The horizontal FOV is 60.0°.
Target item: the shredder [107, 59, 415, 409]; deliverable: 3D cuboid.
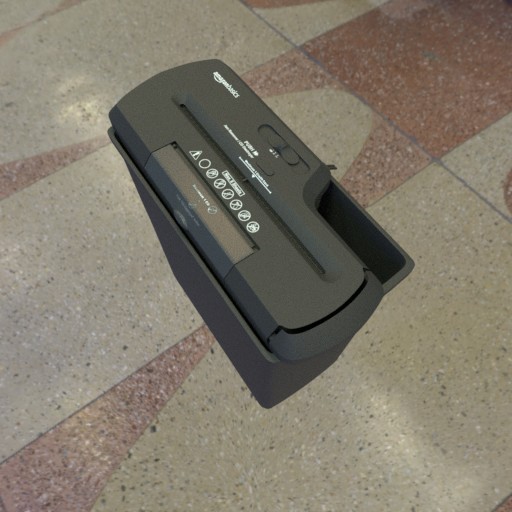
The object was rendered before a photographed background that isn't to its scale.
[{"bbox_3d":[0.000,0.000,0.523,0.170,0.335,0.320,-31,66,-16],"label":"shredder"}]
